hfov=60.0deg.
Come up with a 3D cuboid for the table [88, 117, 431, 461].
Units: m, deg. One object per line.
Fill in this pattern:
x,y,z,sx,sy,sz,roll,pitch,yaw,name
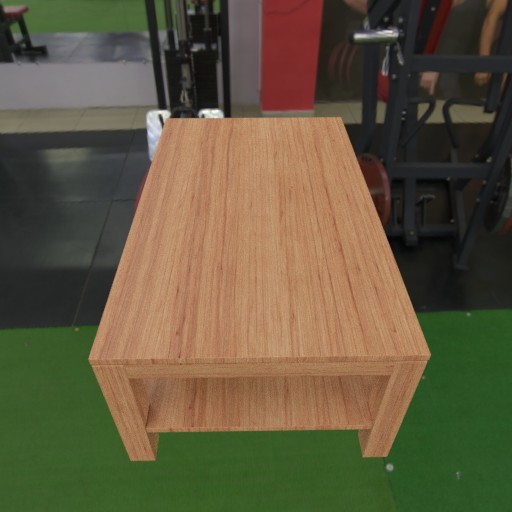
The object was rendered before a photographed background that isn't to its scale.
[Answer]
0.000,0.000,1.479,0.695,0.457,1.146,-1,41,-1,table
